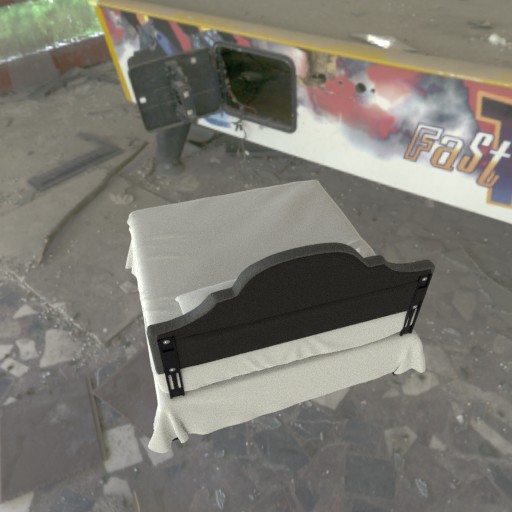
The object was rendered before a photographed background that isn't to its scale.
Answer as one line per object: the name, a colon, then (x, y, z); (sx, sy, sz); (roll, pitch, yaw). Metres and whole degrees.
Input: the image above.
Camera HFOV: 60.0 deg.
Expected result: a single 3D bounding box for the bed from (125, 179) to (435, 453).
bed: (0.000, 0.000, 3.789); (2.303, 1.631, 2.222); (-12, 42, -13)
